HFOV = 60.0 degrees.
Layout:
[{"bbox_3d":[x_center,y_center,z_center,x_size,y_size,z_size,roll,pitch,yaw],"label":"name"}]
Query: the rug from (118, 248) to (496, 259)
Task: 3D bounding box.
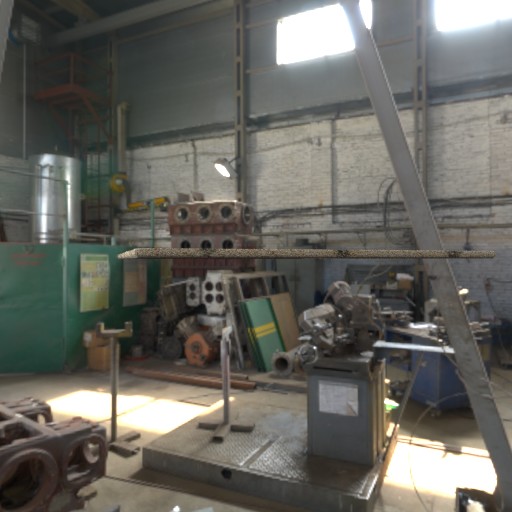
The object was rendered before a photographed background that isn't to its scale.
[{"bbox_3d":[0.000,0.000,2.073,1.200,0.025,1.600,0,0,-19],"label":"rug"}]
